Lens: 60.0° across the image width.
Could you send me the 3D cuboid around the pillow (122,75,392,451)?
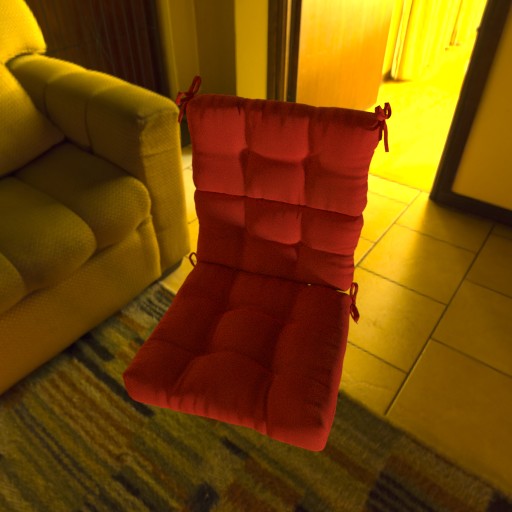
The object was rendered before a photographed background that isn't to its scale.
[{"bbox_3d":[0.000,0.000,1.019,0.519,0.605,0.571,11,41,13],"label":"pillow"}]
